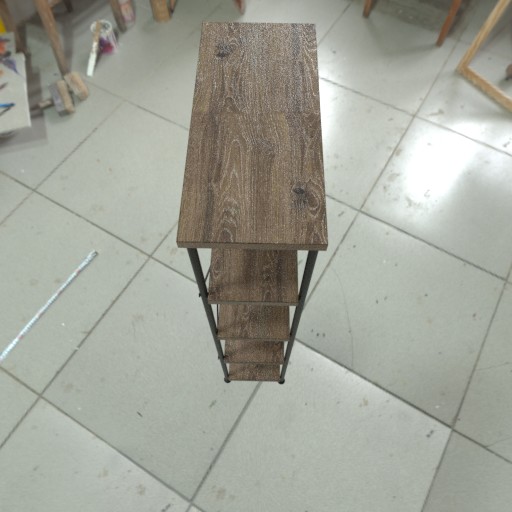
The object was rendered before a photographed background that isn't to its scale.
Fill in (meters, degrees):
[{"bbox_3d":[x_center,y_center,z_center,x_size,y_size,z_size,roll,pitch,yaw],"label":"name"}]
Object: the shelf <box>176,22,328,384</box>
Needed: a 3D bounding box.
[{"bbox_3d":[0.000,0.000,1.985,0.360,1.700,0.800,1,63,1],"label":"shelf"}]
